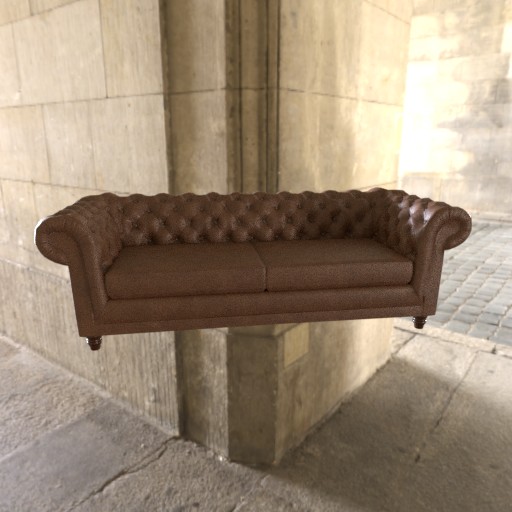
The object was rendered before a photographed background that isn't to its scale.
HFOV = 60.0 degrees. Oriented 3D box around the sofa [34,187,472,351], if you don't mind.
[{"bbox_3d":[0.000,0.000,2.866,2.385,0.783,0.944,-2,15,-8],"label":"sofa"}]
